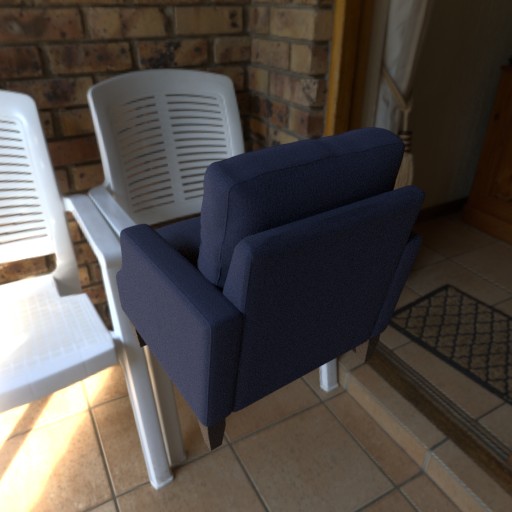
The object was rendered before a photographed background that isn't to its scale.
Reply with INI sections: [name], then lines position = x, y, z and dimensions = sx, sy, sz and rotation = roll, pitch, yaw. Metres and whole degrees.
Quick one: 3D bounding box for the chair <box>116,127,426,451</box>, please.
[chair]
position = 0.000, 0.000, 1.666
dimensions = 0.855, 0.991, 0.897
rotation = -19, 35, -29
